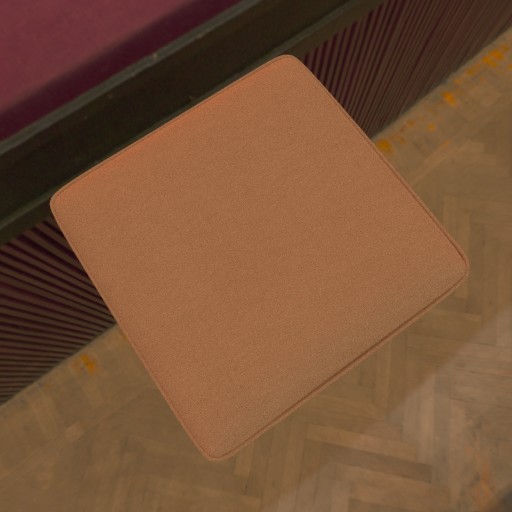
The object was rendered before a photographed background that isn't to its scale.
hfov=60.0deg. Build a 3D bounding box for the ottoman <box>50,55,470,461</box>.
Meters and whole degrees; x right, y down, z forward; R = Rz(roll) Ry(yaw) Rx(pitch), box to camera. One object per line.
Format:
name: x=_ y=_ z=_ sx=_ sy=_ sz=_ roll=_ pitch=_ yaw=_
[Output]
ottoman: x=0.000 y=0.000 z=1.022 sx=0.616 sy=0.438 sz=0.613 roll=-34 pitch=78 yaw=-8
